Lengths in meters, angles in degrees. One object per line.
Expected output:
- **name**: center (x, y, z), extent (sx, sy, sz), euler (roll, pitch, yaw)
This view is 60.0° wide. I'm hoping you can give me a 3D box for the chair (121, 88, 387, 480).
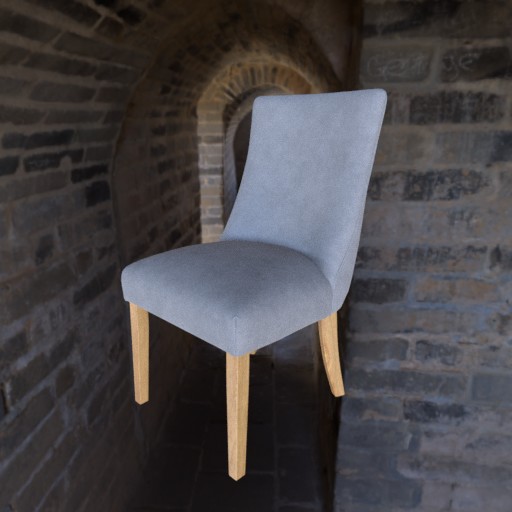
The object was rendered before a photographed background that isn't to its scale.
- **chair**: center (0.000, 0.000, 1.265), extent (0.495, 0.902, 0.610), euler (16, 22, 43)
